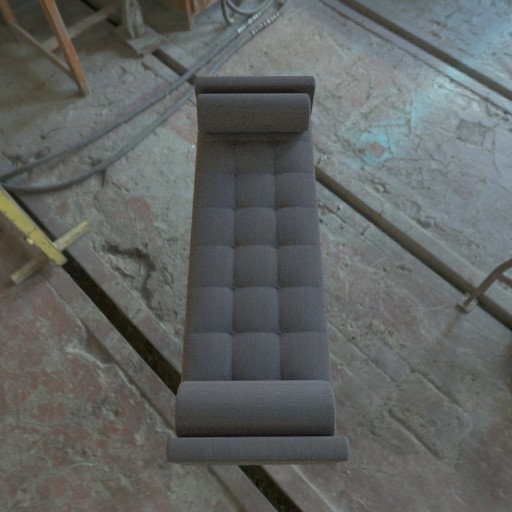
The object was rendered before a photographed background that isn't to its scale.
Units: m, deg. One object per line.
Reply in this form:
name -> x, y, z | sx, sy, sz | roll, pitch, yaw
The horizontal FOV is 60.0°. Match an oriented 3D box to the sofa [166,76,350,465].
sofa -> 0.000, 0.000, 2.329 | 0.686, 0.635, 1.981 | 0, 63, 0
